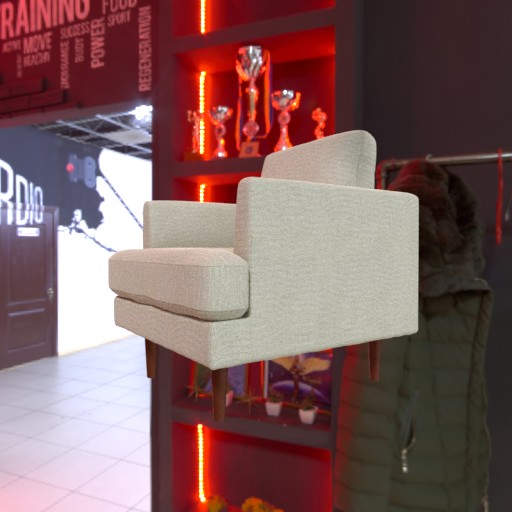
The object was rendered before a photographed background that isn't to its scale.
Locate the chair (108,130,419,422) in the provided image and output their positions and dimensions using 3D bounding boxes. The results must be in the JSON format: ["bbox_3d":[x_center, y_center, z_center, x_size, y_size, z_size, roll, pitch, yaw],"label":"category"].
[{"bbox_3d":[0.000,0.000,1.697,0.899,0.957,0.858,-1,1,-35],"label":"chair"}]
